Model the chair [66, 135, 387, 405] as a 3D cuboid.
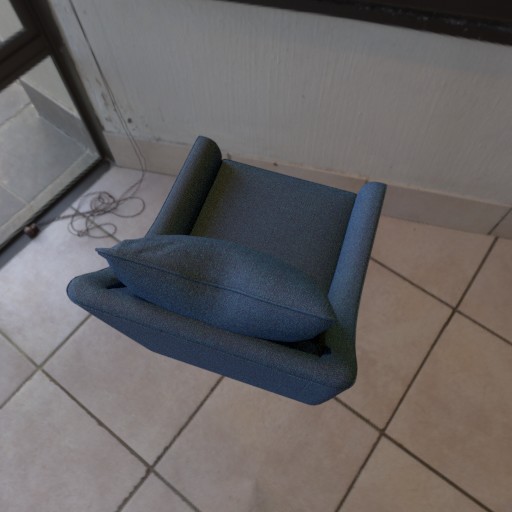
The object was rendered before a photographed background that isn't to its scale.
[{"bbox_3d":[0.000,0.000,1.549,0.750,0.939,0.870,17,64,8],"label":"chair"}]
